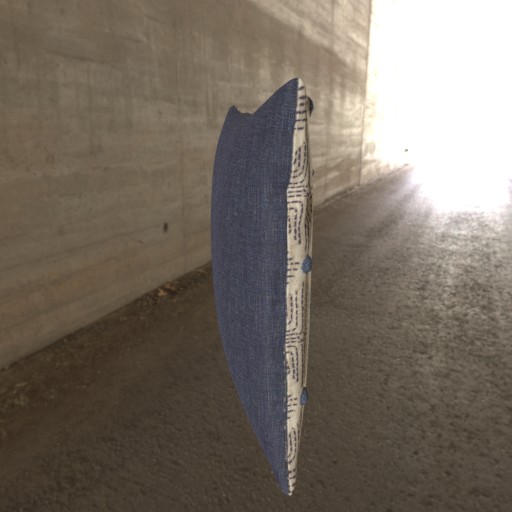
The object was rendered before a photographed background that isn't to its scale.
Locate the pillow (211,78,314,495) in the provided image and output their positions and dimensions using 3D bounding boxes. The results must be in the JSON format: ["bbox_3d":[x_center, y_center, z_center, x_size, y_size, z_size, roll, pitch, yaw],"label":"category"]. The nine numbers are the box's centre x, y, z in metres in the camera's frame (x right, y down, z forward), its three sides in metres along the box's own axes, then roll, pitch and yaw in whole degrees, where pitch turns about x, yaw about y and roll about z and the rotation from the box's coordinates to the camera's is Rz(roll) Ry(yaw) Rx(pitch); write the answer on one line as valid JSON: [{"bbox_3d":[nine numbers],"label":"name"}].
[{"bbox_3d":[0.000,0.000,0.749,0.145,0.510,0.510,-3,16,-10],"label":"pillow"}]
